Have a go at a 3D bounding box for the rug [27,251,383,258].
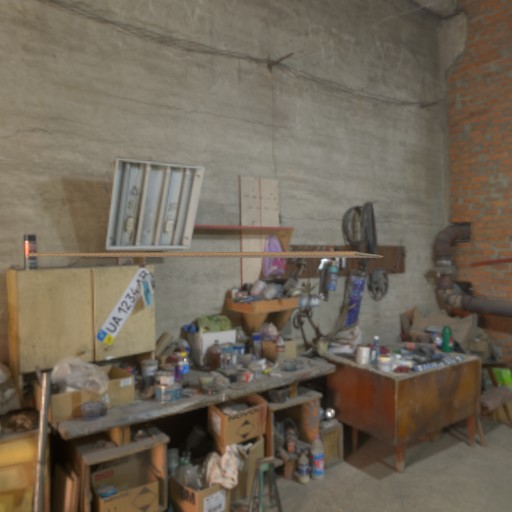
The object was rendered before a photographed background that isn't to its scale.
[{"bbox_3d":[0.000,0.000,2.930,1.528,0.014,2.294,0,0,18],"label":"rug"}]
